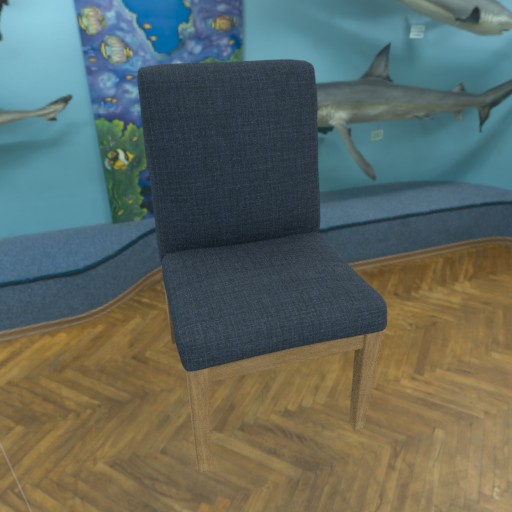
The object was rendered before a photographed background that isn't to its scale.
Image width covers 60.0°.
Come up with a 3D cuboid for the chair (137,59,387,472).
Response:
[{"bbox_3d":[0.000,0.000,1.200,0.507,0.911,0.586,-9,32,-14],"label":"chair"}]
